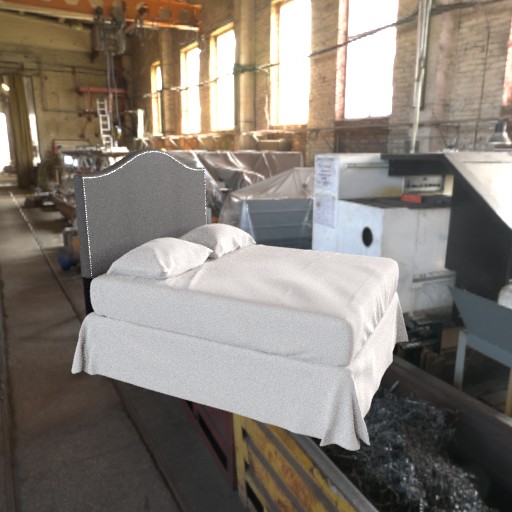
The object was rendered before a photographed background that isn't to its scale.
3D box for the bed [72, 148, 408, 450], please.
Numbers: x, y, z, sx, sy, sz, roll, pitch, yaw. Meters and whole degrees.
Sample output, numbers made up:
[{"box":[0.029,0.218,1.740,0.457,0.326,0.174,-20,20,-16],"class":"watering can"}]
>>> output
[{"box":[0.000,0.000,3.482,2.221,1.645,1.876,7,15,25],"class":"bed"}]
